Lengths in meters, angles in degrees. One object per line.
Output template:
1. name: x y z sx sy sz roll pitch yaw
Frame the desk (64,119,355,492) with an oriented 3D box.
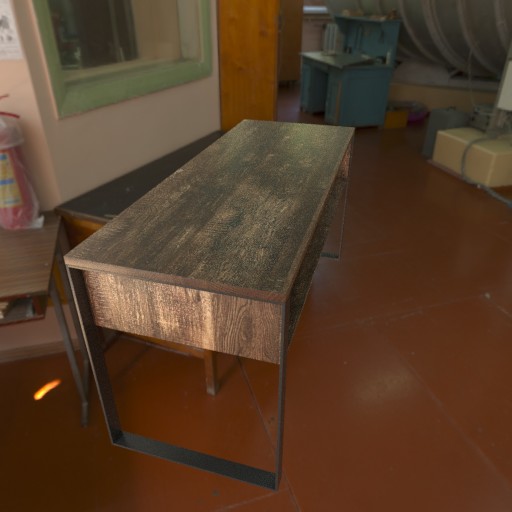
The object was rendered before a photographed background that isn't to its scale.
1. desk: 0.000 0.000 1.903 0.599 0.762 1.524 9 32 14
